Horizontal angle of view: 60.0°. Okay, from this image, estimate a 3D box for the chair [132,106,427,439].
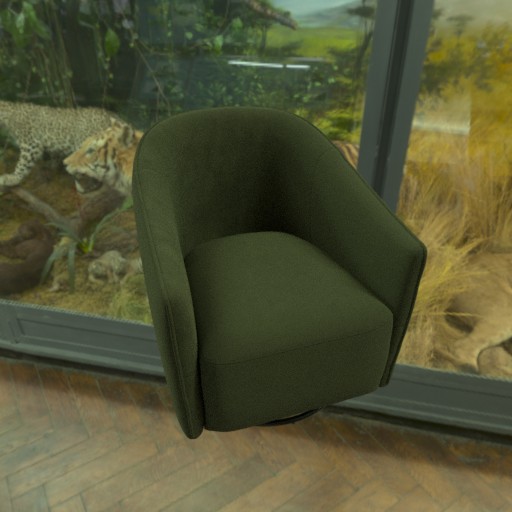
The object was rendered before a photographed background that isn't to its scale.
[{"bbox_3d":[0.000,0.000,1.490,0.747,0.799,0.875,-10,33,-16],"label":"chair"}]
